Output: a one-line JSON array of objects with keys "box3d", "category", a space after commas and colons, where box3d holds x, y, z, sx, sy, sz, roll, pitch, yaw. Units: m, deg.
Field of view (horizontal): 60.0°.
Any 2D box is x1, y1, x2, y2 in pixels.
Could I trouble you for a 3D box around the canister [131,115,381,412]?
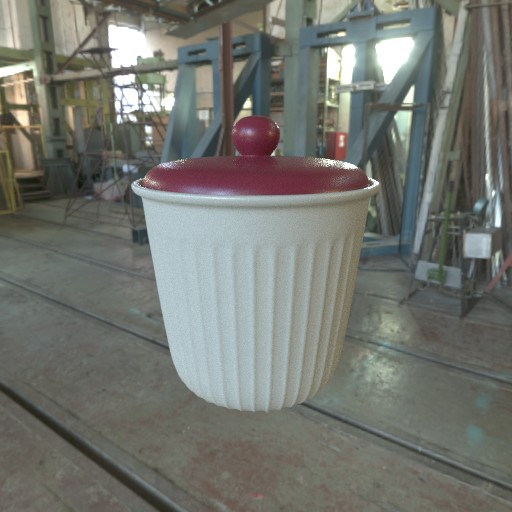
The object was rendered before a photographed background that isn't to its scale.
[{"box3d": [0.000, 0.000, 0.348, 0.181, 0.211, 0.181, 0, 15, 0], "category": "canister"}]
